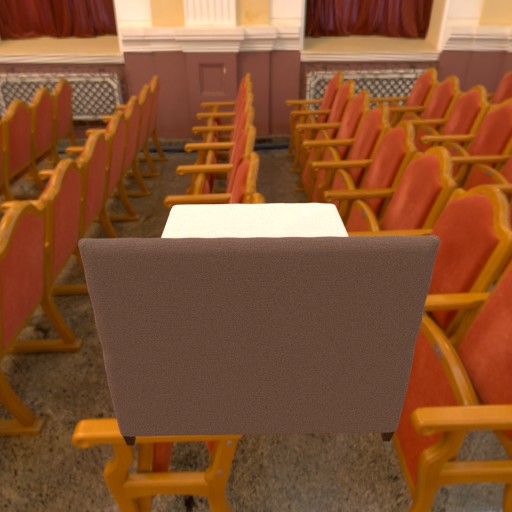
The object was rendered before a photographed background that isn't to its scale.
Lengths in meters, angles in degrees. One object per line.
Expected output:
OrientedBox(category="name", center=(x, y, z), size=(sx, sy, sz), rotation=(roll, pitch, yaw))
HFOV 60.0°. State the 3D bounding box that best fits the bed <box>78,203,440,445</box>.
OrientedBox(category="bed", center=(0.000, 0.000, 3.333), size=(1.696, 1.426, 2.233), rotation=(-1, 30, -1))
